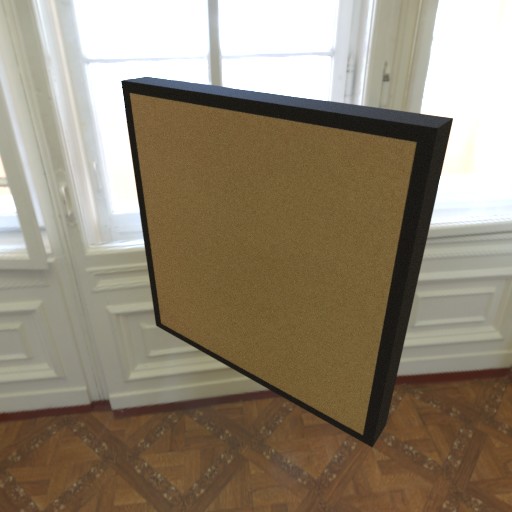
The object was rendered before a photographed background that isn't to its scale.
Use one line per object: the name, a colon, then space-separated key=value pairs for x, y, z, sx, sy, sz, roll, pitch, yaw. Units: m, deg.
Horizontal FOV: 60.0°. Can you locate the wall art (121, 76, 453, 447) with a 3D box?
wall art: x=0.000 y=0.000 z=0.440 sx=0.305 sy=0.304 sz=0.033 roll=21 pitch=36 yaw=31
